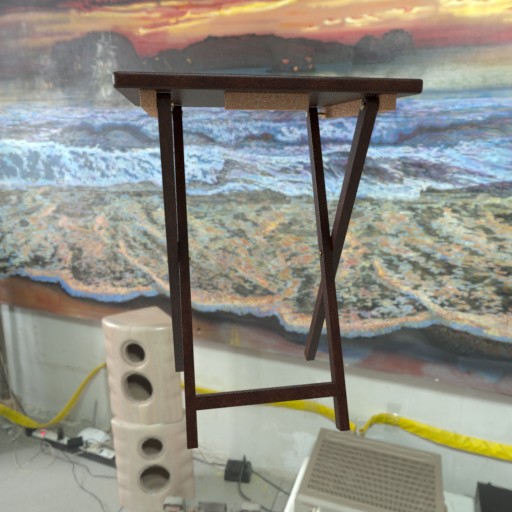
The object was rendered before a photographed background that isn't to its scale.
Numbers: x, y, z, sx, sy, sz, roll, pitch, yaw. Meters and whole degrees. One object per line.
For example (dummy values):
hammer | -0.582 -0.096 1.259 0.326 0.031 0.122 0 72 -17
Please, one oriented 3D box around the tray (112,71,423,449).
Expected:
tray | 0.000 0.000 0.930 0.483 0.660 0.381 -3 15 -10
